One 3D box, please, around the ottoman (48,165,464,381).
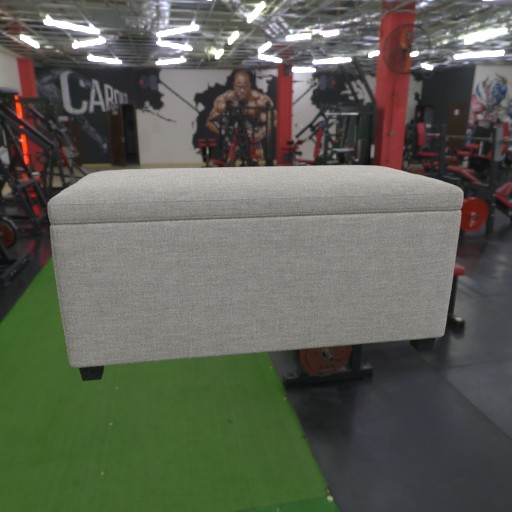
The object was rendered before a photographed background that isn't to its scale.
[{"bbox_3d":[0.000,0.000,1.155,0.902,0.432,0.419,-3,18,-9],"label":"ottoman"}]
